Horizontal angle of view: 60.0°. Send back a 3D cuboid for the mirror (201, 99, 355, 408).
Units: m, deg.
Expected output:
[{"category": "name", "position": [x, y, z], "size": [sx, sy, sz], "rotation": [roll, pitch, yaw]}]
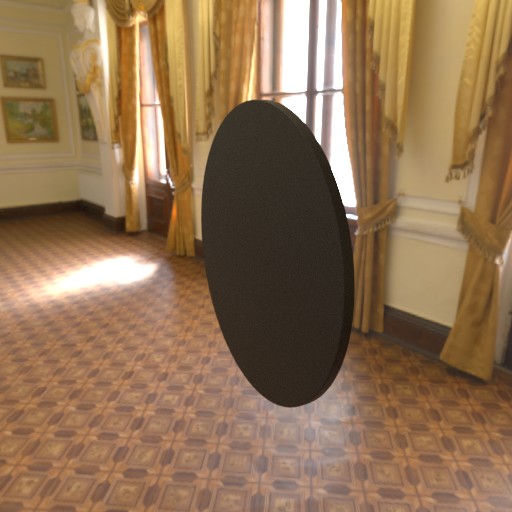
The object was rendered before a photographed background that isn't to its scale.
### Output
[{"category": "mirror", "position": [0.000, 0.000, 1.618], "size": [0.036, 1.077, 1.077], "rotation": [-8, 18, -26]}]
